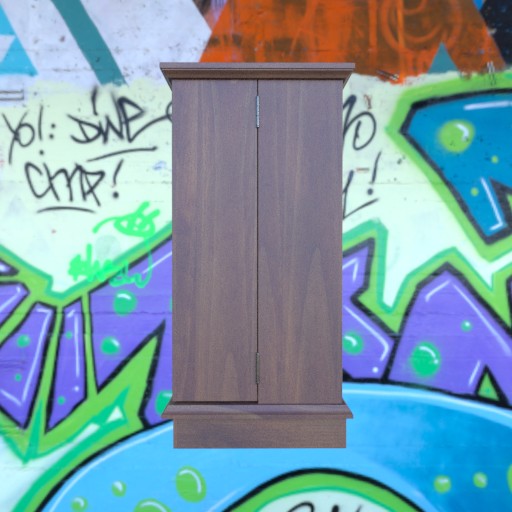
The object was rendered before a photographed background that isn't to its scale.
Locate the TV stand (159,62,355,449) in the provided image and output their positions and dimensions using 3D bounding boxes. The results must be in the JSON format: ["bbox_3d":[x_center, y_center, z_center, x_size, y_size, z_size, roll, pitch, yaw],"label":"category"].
[{"bbox_3d":[0.000,0.000,1.457,0.406,0.813,1.067,0,0,0],"label":"TV stand"}]
